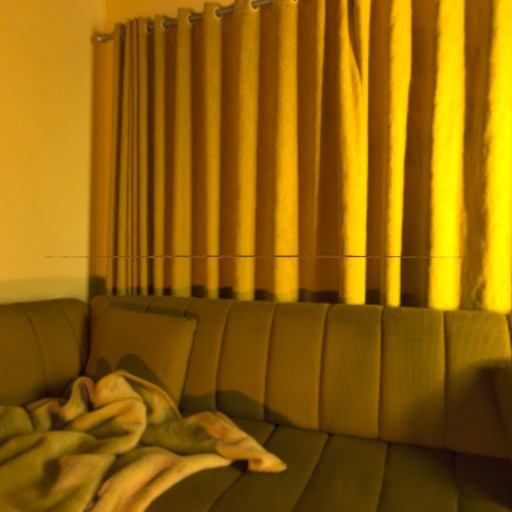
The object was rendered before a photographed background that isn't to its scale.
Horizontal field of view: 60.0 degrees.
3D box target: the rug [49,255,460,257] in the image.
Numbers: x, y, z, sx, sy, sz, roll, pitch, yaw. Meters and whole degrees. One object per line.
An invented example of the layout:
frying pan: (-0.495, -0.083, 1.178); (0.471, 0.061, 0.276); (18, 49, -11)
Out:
rug: (0.000, 0.000, 4.149); (2.439, 0.005, 3.201); (0, 0, 0)
